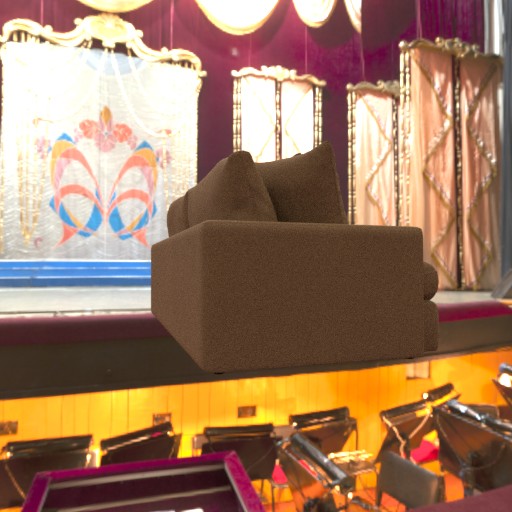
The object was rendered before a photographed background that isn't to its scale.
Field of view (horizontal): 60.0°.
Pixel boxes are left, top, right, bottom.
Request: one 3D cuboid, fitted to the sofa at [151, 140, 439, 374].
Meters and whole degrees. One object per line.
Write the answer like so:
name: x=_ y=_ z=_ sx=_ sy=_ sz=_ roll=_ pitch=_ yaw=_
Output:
sofa: x=0.000 y=0.000 z=3.072 sx=1.228 sy=1.084 sz=2.380 roll=0 pitch=-1 yaw=-18
